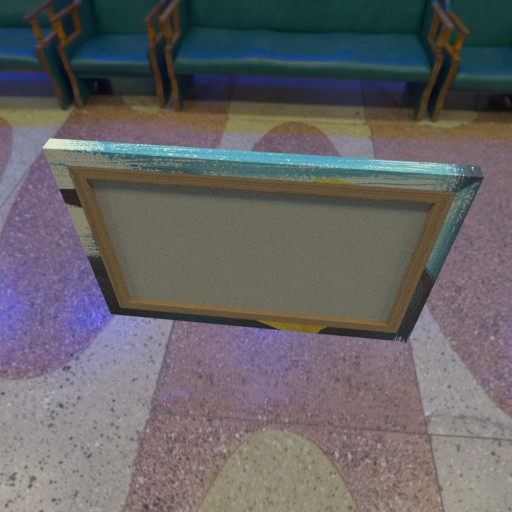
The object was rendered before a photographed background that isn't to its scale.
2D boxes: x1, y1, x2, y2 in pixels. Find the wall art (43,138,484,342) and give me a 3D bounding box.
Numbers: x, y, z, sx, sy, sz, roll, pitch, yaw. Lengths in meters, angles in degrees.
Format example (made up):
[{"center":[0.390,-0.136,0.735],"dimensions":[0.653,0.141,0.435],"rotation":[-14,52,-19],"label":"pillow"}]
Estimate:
[{"center":[0.000,0.000,1.148],"dimensions":[0.914,0.610,0.039],"rotation":[5,47,4],"label":"wall art"}]
